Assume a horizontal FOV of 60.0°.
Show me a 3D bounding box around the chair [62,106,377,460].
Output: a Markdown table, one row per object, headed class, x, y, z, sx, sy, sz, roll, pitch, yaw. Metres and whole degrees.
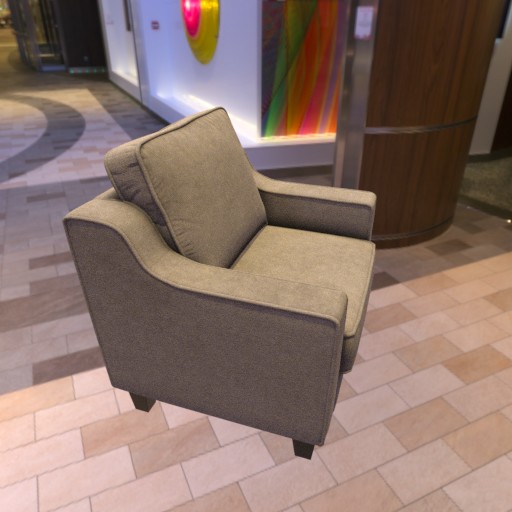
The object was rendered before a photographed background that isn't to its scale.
| class | x | y | z | sx | sy | sz | roll | pitch | yaw |
| --- | --- | --- | --- | --- | --- | --- | --- | --- | --- |
| chair | 0.000 | 0.000 | 1.634 | 0.840 | 0.944 | 0.926 | 9 | 30 | 17 |
